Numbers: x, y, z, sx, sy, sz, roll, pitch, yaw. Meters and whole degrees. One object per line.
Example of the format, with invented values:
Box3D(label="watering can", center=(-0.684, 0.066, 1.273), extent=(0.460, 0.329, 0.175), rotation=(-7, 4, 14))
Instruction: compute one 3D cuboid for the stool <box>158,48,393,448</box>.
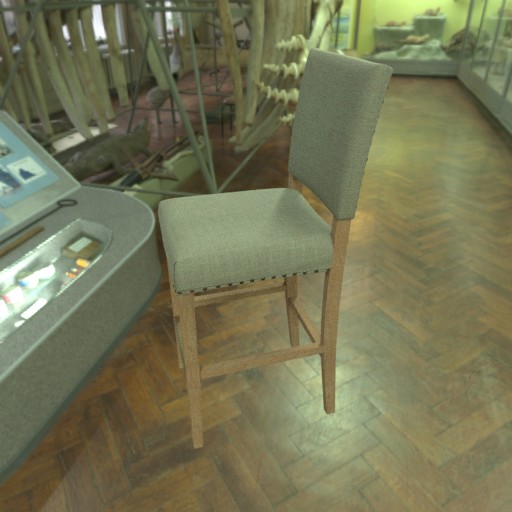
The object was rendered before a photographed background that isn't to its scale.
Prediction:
Box3D(label="stool", center=(0.000, 0.000, 1.465), extent=(0.585, 1.203, 0.445), rotation=(-8, 31, -13))
